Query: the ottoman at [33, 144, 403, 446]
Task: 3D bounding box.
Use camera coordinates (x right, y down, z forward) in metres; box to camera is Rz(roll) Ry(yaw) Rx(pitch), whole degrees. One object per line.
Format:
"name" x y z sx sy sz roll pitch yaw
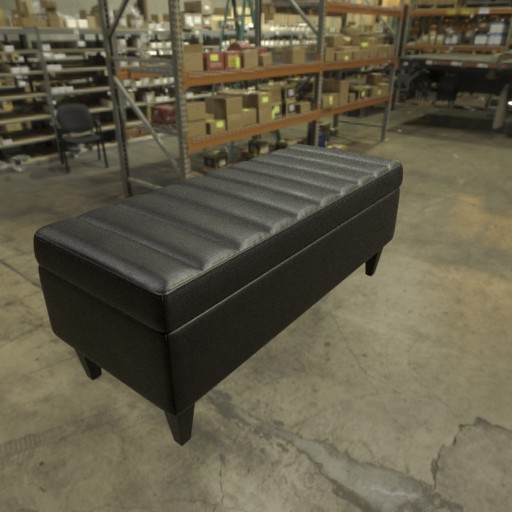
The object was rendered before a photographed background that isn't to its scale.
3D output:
"ottoman" 0.000 0.000 1.408 0.482 0.469 1.151 20 33 33
